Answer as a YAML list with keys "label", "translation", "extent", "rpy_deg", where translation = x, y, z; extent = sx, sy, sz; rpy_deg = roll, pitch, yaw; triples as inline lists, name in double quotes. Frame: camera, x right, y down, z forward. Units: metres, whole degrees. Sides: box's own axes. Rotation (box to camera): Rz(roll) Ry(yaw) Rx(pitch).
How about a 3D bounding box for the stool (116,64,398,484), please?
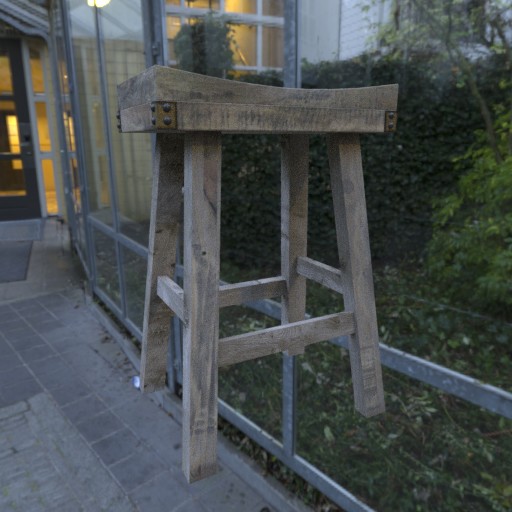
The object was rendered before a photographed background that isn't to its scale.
- label: "stool"
  translation: [0.000, 0.000, 0.873]
  extent: [0.450, 0.635, 0.330]
  rpy_deg: [-8, 16, -27]
